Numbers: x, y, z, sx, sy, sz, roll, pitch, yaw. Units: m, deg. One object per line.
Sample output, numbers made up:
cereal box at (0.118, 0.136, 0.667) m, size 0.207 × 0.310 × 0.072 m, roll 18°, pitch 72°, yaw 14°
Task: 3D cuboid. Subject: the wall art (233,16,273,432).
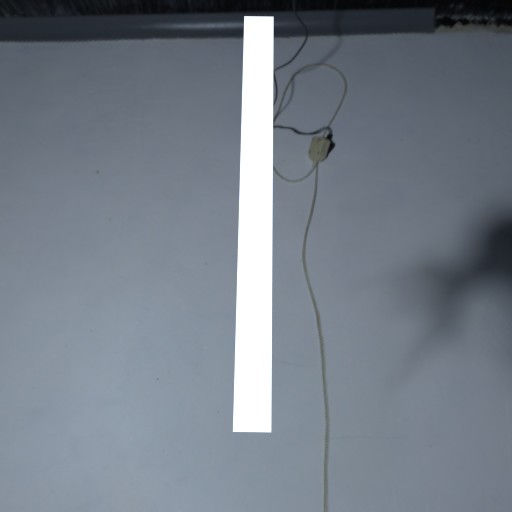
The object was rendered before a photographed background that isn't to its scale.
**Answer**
wall art at (0.000, 0.000, 0.752) m, size 0.038 × 0.506 × 0.506 m, roll 1°, pitch 74°, yaw 0°
